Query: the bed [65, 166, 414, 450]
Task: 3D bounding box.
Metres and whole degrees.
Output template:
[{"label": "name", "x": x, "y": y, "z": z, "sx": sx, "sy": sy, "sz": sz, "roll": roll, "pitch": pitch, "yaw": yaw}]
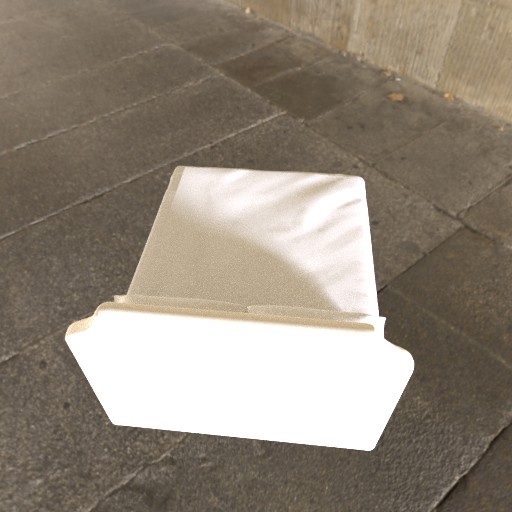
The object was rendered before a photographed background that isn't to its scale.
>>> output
[{"label": "bed", "x": 0.000, "y": 0.000, "z": 3.792, "sx": 2.134, "sy": 1.524, "sz": 2.548, "roll": 4, "pitch": 47, "yaw": 4}]
